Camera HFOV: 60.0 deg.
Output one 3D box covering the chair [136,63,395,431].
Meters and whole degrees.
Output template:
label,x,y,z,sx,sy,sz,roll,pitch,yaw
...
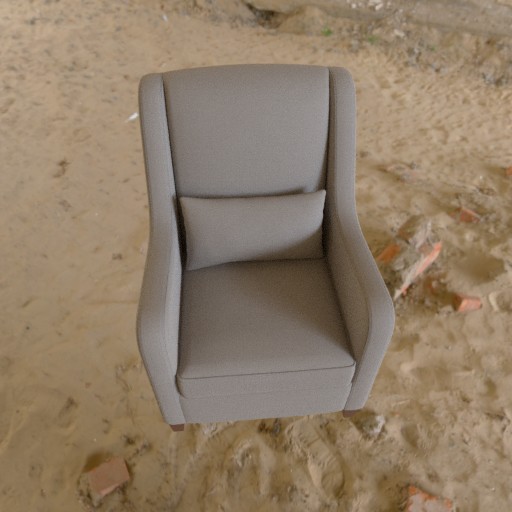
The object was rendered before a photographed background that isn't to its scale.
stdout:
label,x,y,z,sx,sy,sz,roll,pitch,yaw
chair,0.000,0.000,1.553,0.715,1.010,0.863,-3,46,-3
